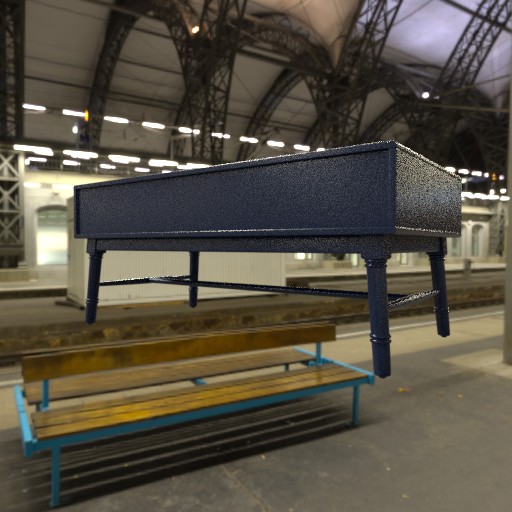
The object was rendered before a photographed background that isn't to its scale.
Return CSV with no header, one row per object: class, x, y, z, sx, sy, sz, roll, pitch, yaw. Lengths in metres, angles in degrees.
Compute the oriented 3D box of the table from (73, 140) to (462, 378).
table,0.000,0.000,1.369,1.067,0.457,0.572,1,2,36
